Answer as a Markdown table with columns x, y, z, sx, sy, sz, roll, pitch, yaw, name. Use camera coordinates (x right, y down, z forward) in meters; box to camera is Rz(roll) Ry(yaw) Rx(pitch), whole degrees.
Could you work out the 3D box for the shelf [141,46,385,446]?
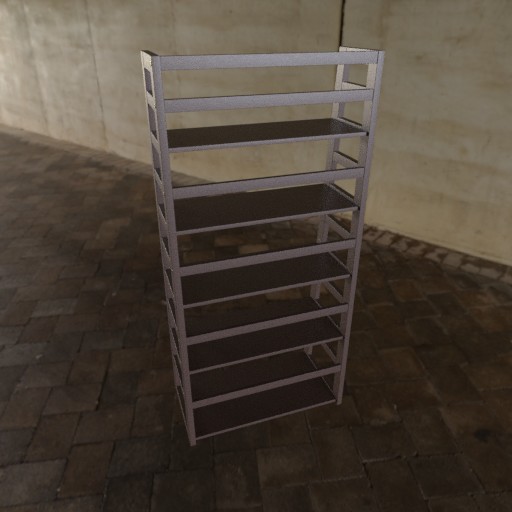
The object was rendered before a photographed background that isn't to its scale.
| x | y | z | sx | sy | sz | roll | pitch | yaw | name |
| --- | --- | --- | --- | --- | --- | --- | --- | --- | --- |
| 0.000 | 0.000 | 1.890 | 0.763 | 1.600 | 0.403 | -9 | 29 | -17 | shelf |
